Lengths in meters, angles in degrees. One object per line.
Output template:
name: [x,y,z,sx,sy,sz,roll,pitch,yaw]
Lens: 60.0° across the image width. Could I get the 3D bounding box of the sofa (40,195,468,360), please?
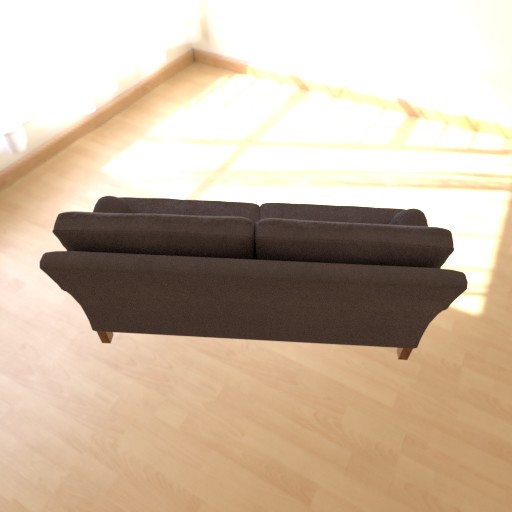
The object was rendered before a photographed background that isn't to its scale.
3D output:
sofa: [0.000,0.000,2.818,2.165,1.087,1.086,3,47,2]
